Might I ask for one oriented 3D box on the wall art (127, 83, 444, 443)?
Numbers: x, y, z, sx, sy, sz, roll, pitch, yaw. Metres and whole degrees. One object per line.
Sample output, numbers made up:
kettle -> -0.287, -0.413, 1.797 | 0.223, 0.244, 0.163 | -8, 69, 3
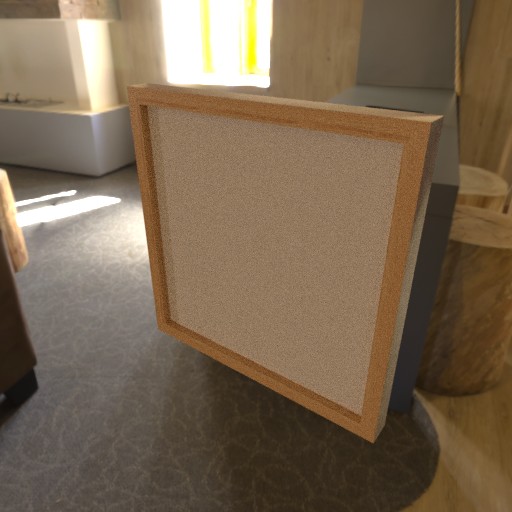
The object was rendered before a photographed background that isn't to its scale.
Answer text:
wall art -> 0.000, 0.000, 0.447 | 0.303, 0.303, 0.028 | 19, 33, 32
